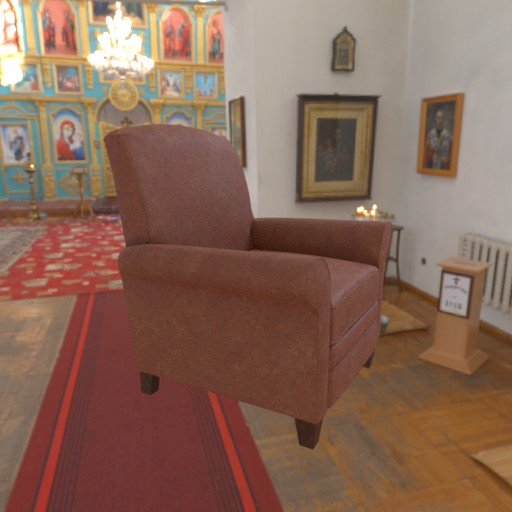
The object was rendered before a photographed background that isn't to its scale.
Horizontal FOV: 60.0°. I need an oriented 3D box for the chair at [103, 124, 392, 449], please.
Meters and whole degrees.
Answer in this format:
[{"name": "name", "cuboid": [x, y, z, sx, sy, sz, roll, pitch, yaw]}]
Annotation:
[{"name": "chair", "cuboid": [0.000, 0.000, 1.816, 0.902, 1.061, 0.978, 7, 14, 29]}]
